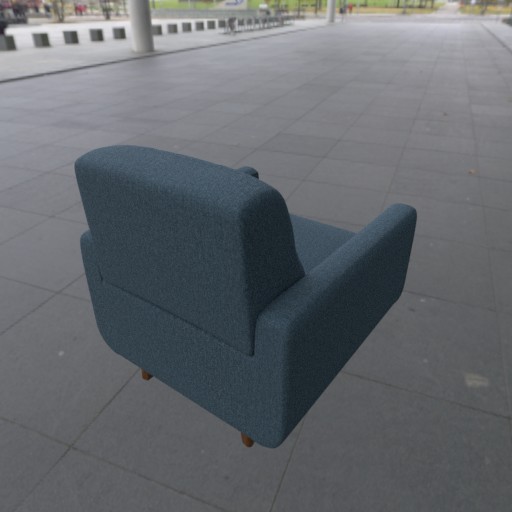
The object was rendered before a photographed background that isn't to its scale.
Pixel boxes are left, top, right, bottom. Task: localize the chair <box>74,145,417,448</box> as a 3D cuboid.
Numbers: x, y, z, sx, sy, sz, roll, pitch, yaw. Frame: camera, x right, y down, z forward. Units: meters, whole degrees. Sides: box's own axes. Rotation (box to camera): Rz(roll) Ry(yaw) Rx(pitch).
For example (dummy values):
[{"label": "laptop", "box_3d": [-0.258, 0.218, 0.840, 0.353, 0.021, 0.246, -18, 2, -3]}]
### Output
[{"label": "chair", "box_3d": [0.000, 0.000, 1.680, 0.880, 0.940, 0.964, 20, 35, 31]}]
